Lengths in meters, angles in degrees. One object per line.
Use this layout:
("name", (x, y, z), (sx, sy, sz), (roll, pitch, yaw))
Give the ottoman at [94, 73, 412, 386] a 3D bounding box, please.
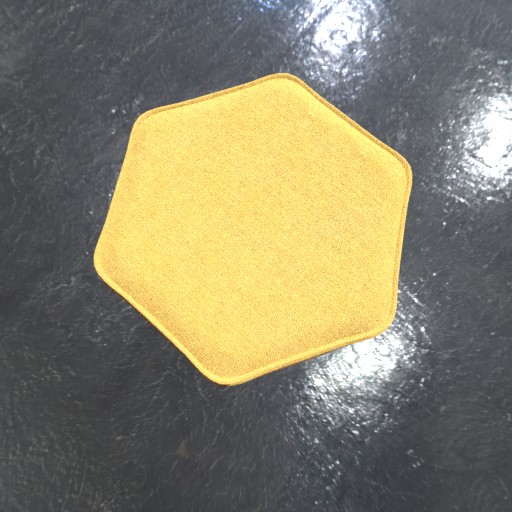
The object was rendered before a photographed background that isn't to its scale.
("ottoman", (0.000, 0.000, 0.877), (0.494, 0.502, 0.443), (41, 79, 10))
